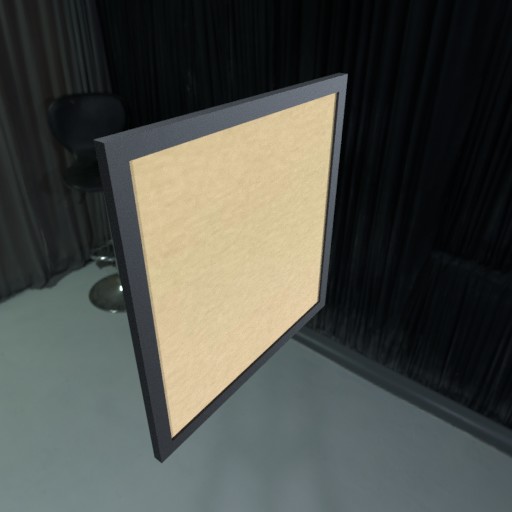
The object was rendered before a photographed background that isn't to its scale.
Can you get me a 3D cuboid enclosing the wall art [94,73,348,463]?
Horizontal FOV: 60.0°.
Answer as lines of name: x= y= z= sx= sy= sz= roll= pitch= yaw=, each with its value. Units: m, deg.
wall art: x=0.000 y=0.000 z=0.520 sx=0.012 sy=0.357 sz=0.358 roll=22 pitch=37 yaw=31
